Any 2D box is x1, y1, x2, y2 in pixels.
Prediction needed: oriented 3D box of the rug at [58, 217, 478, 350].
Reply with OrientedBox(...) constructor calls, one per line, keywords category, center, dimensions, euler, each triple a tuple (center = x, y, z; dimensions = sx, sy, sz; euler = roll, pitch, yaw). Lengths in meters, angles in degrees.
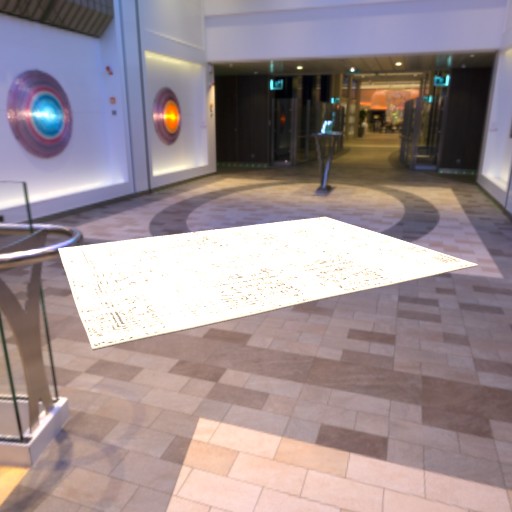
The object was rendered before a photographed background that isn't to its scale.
OrientedBox(category="rug", center=(0.000, 0.000, 3.105), dimensions=(2.438, 0.026, 1.706), euler=(-9, 19, -26))
